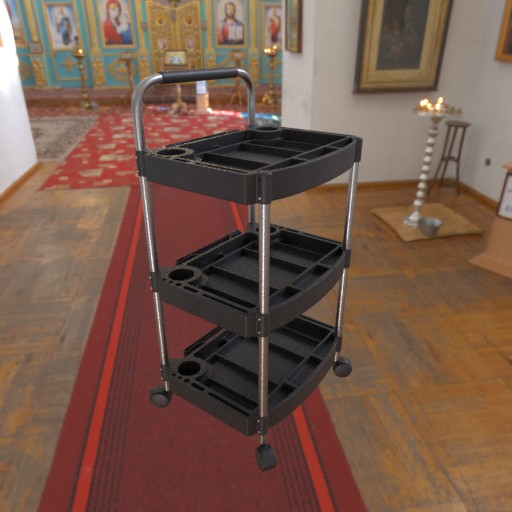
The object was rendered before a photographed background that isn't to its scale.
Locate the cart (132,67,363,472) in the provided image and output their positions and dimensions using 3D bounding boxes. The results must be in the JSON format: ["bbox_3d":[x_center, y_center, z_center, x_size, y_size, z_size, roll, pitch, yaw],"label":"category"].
[{"bbox_3d":[0.000,0.000,1.396,0.518,1.075,0.584,17,31,32],"label":"cart"}]
